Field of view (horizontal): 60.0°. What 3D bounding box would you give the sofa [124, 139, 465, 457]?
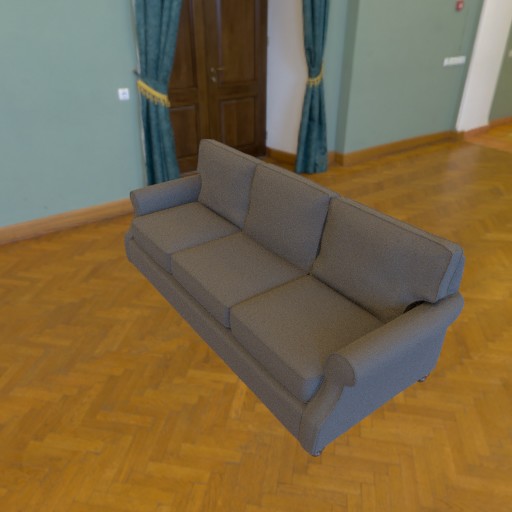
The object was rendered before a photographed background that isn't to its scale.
[{"bbox_3d":[0.000,0.000,2.799,0.966,0.948,2.353,-20,36,-30],"label":"sofa"}]
